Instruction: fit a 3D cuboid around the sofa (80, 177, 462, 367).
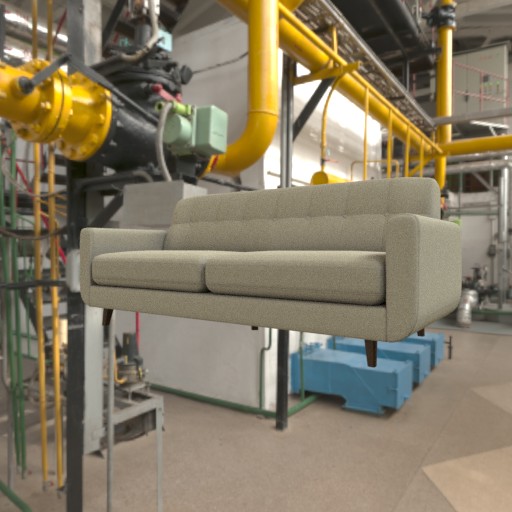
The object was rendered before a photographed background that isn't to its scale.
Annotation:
[{"bbox_3d":[0.000,0.000,2.665,2.137,0.892,0.980,1,1,35],"label":"sofa"}]
